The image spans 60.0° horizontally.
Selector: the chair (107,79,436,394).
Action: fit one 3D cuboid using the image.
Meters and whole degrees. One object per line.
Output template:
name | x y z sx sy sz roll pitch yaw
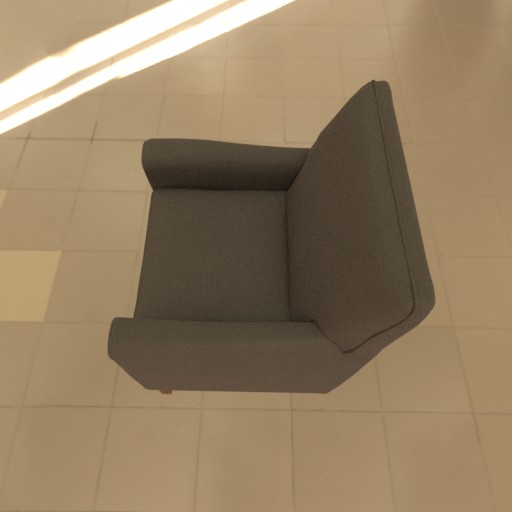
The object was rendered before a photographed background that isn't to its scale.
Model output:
chair | 0.000 0.000 1.577 0.831 0.911 0.836 0 60 0
